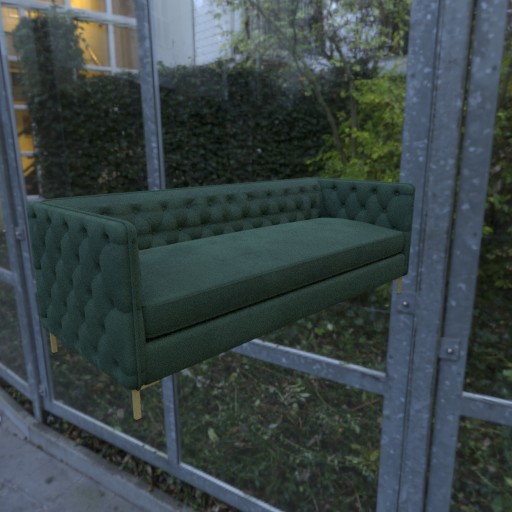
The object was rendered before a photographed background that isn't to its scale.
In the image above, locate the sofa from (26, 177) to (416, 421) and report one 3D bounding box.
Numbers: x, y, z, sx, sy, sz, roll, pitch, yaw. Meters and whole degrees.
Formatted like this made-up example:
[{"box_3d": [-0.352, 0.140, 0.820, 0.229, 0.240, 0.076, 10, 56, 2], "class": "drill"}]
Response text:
[{"box_3d": [0.000, 0.000, 2.588, 0.895, 0.771, 2.209, 14, 19, 43], "class": "sofa"}]
